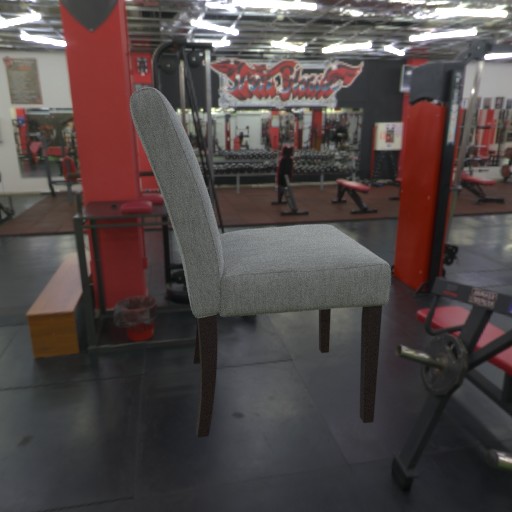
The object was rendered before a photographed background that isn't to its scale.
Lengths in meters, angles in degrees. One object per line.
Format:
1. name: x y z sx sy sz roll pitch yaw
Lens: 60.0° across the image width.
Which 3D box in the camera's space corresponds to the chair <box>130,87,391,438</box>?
1. chair: 0.000 0.000 1.289 0.629 0.884 0.487 -2 17 -8
